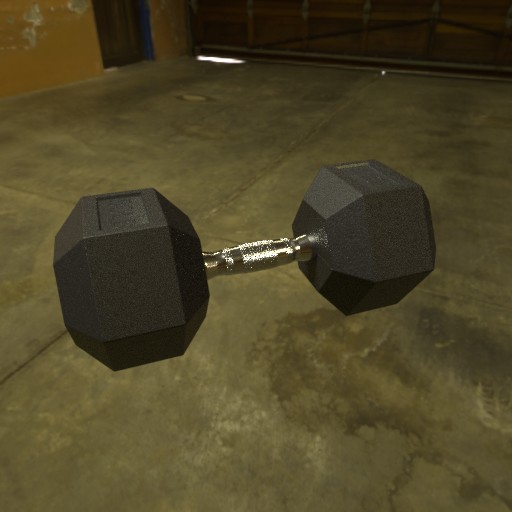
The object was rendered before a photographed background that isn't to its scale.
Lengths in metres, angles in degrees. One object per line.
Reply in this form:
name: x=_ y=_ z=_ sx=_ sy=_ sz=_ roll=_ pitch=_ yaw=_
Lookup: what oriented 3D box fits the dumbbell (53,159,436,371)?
dumbbell: x=0.000 y=0.000 z=0.475 sx=0.384 sy=0.150 sz=0.173 roll=-10 pitch=33 yaw=-17
